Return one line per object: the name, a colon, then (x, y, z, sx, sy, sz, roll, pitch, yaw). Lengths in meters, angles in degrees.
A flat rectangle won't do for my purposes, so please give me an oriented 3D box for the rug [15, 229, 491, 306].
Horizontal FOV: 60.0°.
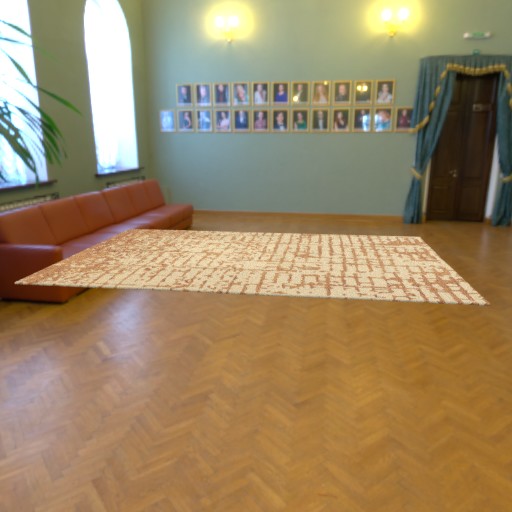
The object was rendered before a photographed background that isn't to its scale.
rug: (0.000, 0.000, 2.965, 2.435, 0.011, 1.517, 2, 15, 7)
